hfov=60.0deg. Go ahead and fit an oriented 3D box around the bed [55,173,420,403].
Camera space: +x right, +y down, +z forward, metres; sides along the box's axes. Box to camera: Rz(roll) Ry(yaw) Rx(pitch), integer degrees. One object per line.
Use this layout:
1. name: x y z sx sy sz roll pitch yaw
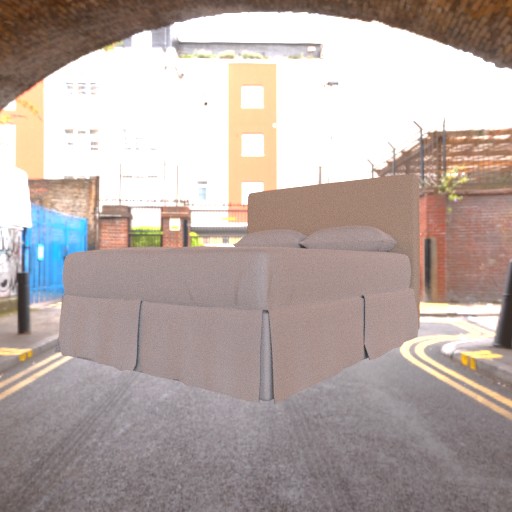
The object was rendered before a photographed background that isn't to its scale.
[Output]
1. bed: 0.000 0.000 3.196 1.748 1.330 2.142 -1 -1 37
